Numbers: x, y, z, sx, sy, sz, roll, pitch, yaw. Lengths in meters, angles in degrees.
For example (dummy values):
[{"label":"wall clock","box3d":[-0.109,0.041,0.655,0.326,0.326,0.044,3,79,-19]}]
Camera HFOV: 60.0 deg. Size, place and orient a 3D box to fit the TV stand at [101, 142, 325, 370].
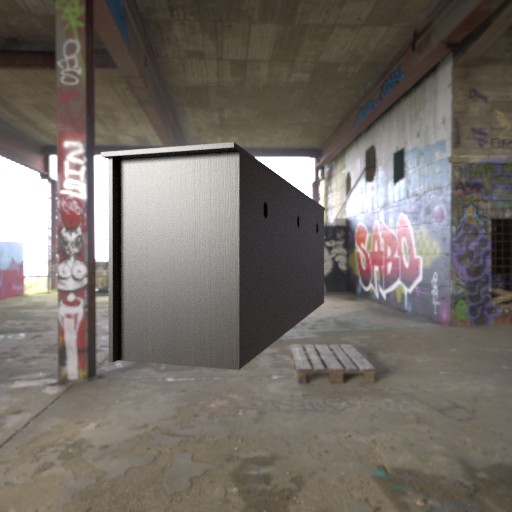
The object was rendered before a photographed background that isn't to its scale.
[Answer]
[{"label":"TV stand","box3d":[0.000,0.000,2.074,0.406,0.610,1.778,0,0,16]}]
